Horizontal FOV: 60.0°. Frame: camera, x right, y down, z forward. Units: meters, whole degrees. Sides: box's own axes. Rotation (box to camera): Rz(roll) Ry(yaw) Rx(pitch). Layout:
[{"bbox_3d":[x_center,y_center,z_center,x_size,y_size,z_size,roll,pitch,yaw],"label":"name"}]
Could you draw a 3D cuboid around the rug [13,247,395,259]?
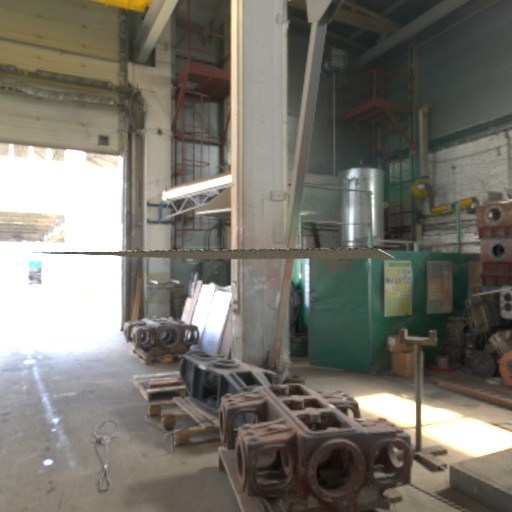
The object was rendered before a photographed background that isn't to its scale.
[{"bbox_3d":[0.000,0.000,4.232,2.464,0.010,3.327,0,-1,19],"label":"rug"}]
